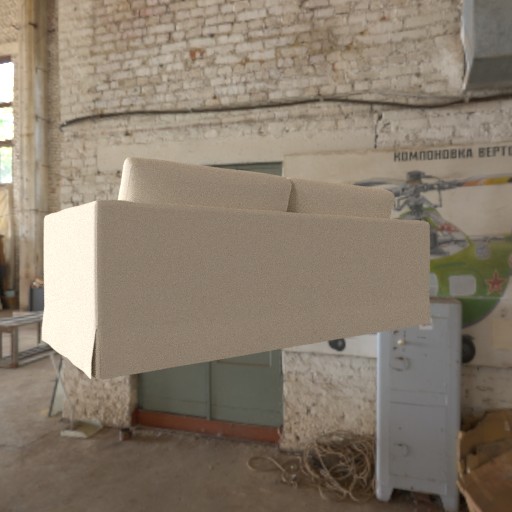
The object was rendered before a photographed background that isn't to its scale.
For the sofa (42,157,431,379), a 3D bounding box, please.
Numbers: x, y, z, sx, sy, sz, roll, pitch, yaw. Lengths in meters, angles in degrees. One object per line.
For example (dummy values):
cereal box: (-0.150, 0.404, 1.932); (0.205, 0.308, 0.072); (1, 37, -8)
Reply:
sofa: (0.000, 0.000, 2.623); (2.163, 0.881, 0.954); (-1, 1, -36)
